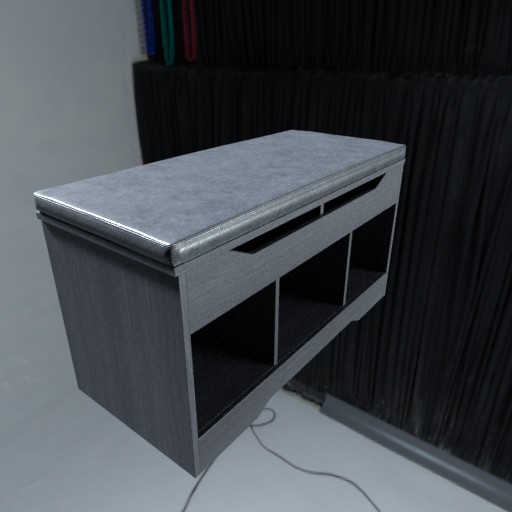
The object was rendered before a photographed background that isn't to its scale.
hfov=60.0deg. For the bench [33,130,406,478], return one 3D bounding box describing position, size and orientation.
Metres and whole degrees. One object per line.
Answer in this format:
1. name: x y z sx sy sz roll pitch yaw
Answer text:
1. bench: 0.000 0.000 1.173 0.401 0.501 0.905 19 31 34
